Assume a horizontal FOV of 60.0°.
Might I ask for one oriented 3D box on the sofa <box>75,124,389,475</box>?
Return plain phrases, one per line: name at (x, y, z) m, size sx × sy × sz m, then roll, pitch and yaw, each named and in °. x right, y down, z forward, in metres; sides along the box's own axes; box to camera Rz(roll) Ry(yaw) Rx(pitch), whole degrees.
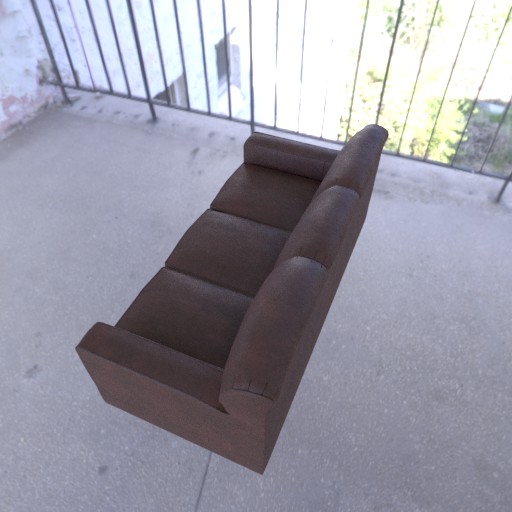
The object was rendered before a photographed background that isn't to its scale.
sofa at (0.000, 0.000, 2.621) m, size 1.008 × 0.953 × 2.039 m, roll 18°, pitch 49°, yaw 16°
